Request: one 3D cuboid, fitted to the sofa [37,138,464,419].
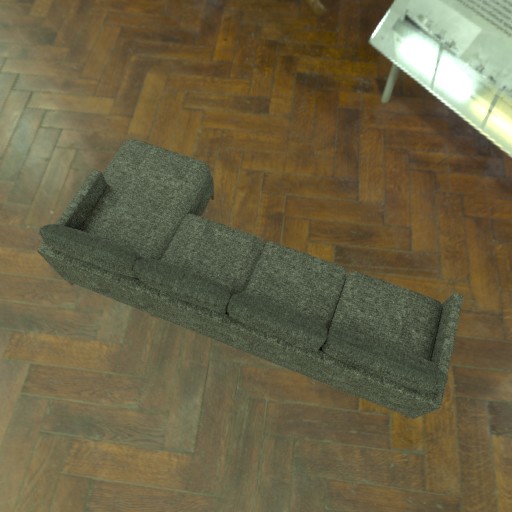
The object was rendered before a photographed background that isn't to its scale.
[{"bbox_3d":[0.000,0.000,3.904,3.384,0.970,1.488,20,65,10],"label":"sofa"}]
